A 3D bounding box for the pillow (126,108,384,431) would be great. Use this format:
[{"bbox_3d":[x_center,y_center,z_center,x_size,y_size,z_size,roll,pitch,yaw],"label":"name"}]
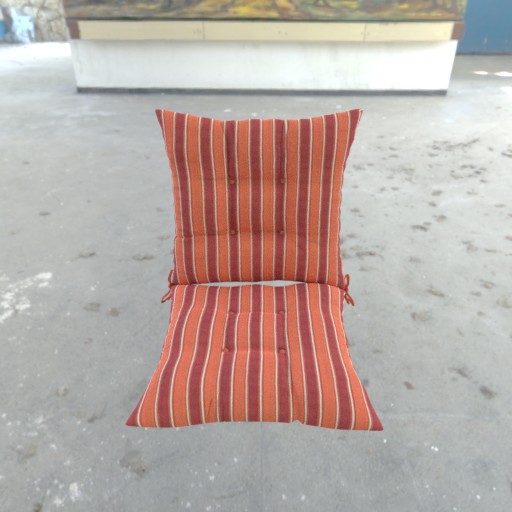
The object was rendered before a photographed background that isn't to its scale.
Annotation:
[{"bbox_3d":[0.000,0.000,0.997,0.541,0.536,0.585,1,31,1],"label":"pillow"}]
